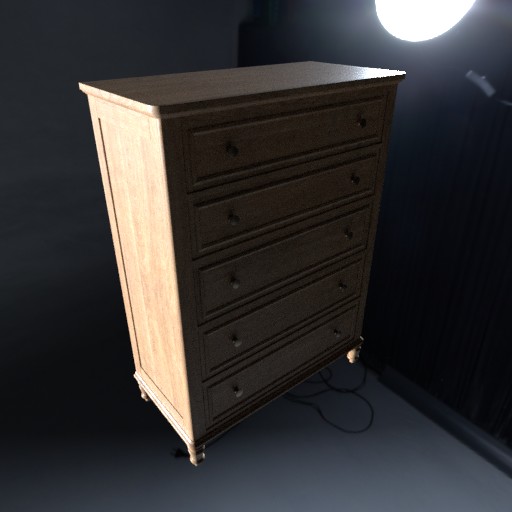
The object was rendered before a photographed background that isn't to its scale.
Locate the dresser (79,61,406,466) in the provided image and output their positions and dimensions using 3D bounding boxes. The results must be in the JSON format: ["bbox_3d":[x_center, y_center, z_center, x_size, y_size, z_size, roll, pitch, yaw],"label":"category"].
[{"bbox_3d":[0.000,0.000,1.749,0.973,1.318,0.484,-21,36,-33],"label":"dresser"}]
